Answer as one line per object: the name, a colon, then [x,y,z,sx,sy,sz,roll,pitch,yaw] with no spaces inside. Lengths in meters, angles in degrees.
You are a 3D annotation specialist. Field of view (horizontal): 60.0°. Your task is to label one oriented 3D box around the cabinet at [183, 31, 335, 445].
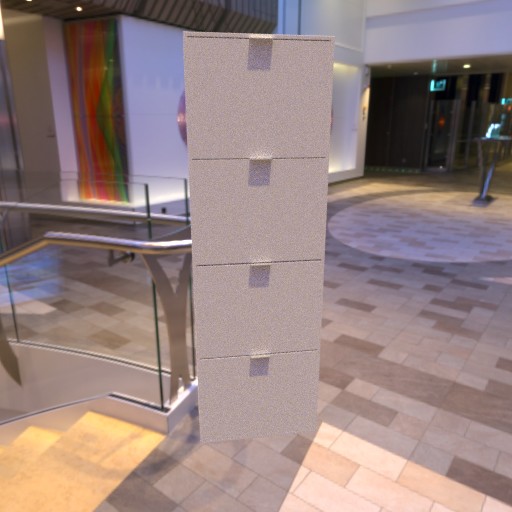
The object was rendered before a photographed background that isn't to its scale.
cabinet: [0.000,0.000,1.833,0.520,1.630,0.255,-3,17,-9]
